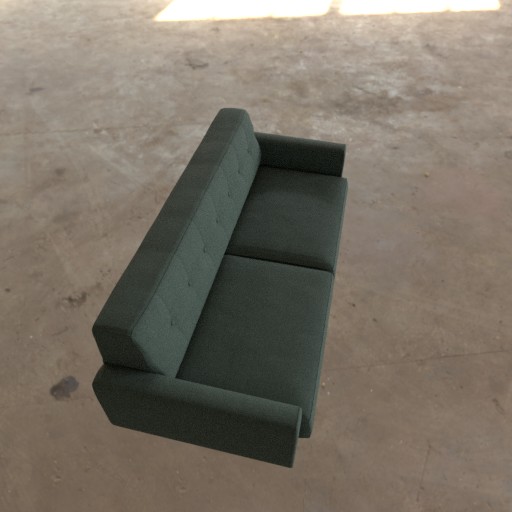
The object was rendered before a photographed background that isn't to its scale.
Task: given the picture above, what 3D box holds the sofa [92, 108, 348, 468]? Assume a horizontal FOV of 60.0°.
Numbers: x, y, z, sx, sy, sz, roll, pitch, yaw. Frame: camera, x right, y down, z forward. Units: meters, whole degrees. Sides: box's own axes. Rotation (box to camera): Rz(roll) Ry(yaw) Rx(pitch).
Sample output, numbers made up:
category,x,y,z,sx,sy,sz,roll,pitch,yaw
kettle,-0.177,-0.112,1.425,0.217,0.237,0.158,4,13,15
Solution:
category,x,y,z,sx,sy,sz,roll,pitch,yaw
sofa,0.000,0.000,2.507,0.909,0.841,2.029,10,47,9
